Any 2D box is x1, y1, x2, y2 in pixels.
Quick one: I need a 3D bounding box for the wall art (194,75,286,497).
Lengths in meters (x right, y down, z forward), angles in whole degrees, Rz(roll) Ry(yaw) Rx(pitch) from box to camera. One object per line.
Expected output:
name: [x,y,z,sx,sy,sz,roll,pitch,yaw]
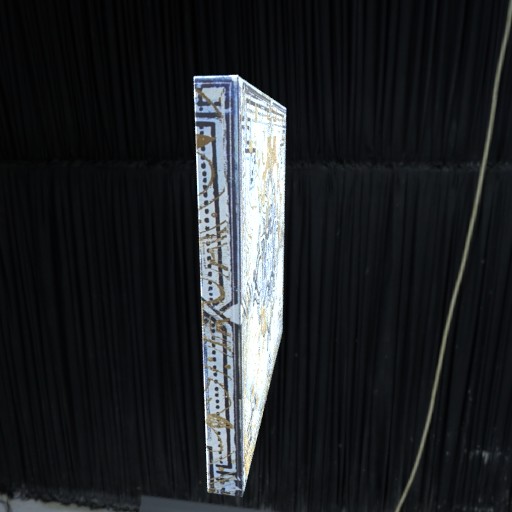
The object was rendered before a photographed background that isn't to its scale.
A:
wall art: [0.000,0.000,0.607,0.038,0.410,0.411,2,15,9]
